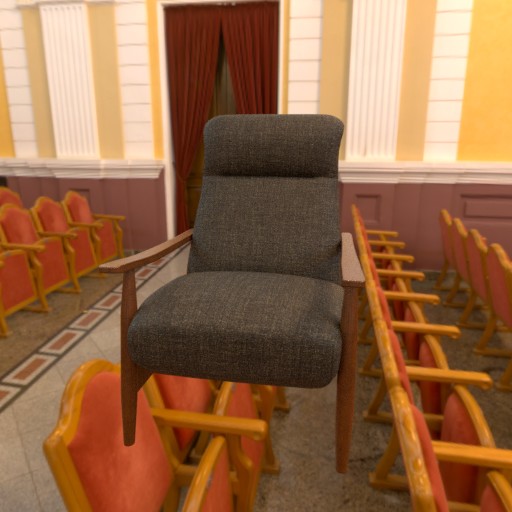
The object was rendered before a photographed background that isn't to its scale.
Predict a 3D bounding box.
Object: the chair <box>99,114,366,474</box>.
[{"bbox_3d":[0.000,0.000,1.722,0.762,1.082,1.014,3,16,10],"label":"chair"}]
